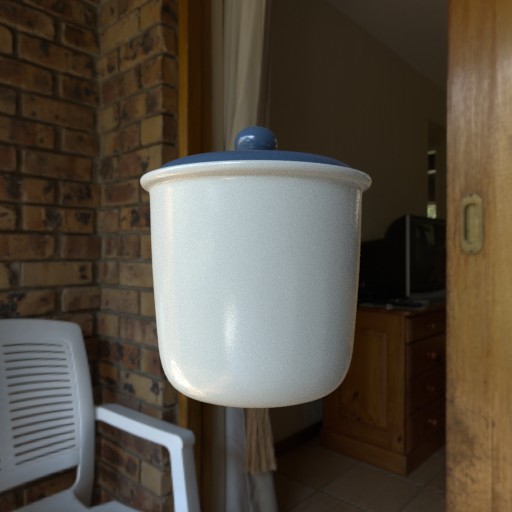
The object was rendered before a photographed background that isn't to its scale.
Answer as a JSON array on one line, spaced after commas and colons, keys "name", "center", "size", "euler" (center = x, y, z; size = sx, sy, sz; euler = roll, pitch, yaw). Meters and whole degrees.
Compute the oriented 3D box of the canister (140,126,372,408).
[{"name": "canister", "center": [0.000, 0.000, 0.360], "size": [0.182, 0.208, 0.182], "euler": [0, 0, 0]}]
